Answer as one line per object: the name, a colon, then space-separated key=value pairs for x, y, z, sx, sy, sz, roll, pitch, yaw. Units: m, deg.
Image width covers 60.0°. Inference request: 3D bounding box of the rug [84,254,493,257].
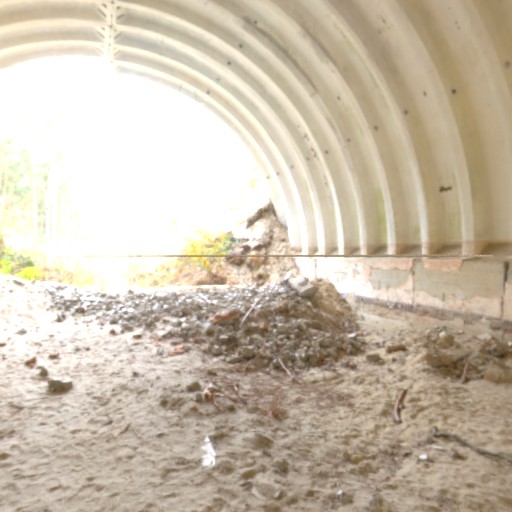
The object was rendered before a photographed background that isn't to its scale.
rug: x=0.000 y=0.000 z=2.669 sx=2.435 sy=0.009 sz=0.750 roll=0 pitch=0 yaw=37
